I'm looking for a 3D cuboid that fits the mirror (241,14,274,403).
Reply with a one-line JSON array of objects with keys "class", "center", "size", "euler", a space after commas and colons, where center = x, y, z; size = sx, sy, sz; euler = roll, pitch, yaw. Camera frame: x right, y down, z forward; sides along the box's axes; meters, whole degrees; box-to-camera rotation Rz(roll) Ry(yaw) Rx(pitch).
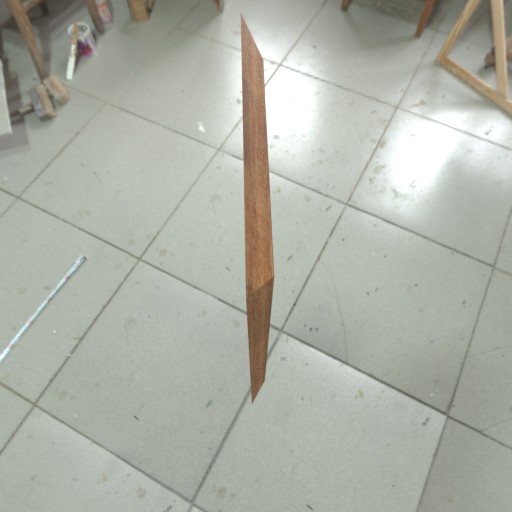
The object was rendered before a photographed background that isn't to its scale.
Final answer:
[{"class": "mirror", "center": [0.000, 0.000, 1.246], "size": [0.047, 1.010, 0.651], "euler": [-1, 63, -1]}]
